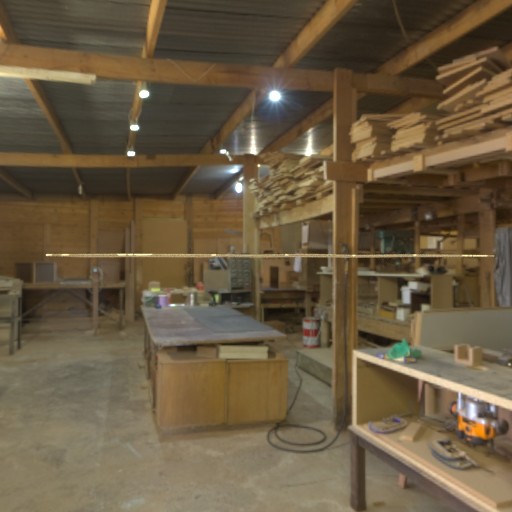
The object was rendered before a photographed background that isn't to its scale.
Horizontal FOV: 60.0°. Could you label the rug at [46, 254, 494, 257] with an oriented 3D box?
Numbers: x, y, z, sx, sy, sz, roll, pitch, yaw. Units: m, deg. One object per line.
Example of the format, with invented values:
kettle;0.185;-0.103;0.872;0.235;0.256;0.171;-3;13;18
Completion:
rug;0.000;0.000;4.343;3.419;0.020;2.441;0;0;-17
